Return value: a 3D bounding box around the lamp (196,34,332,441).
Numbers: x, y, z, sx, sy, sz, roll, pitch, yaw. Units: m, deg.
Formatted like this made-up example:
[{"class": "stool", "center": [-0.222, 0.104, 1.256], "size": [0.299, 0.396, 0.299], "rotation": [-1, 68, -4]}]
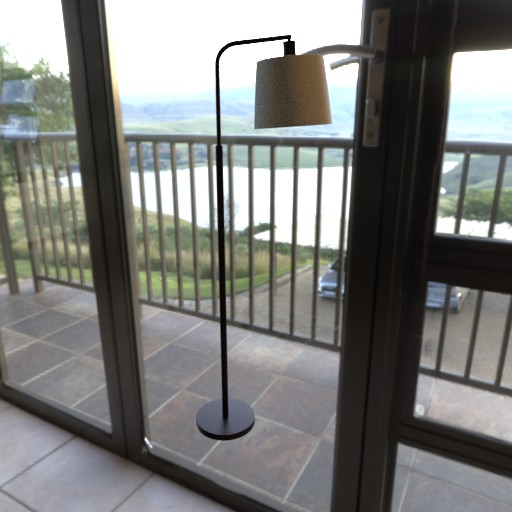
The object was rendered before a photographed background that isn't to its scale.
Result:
[{"class": "lamp", "center": [0.000, 0.000, 1.637], "size": [0.508, 1.478, 0.254], "rotation": [3, 17, 10]}]
